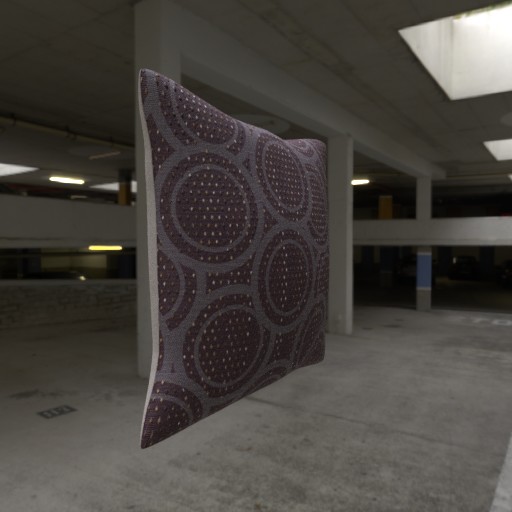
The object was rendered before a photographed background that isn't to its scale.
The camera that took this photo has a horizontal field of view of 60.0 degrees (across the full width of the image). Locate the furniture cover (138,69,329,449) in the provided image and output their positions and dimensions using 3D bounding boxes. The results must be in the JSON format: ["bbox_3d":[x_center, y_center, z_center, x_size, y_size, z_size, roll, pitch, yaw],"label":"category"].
[{"bbox_3d":[0.000,0.000,0.812,0.193,0.509,0.552,1,2,34],"label":"furniture cover"}]
